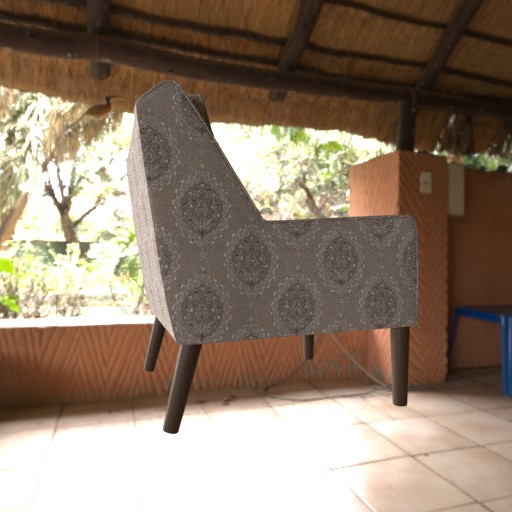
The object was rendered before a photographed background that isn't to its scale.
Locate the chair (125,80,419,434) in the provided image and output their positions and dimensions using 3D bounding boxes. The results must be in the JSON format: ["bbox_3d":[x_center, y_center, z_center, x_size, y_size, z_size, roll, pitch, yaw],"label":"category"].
[{"bbox_3d":[0.000,0.000,1.360,0.750,0.797,0.665,0,0,-18],"label":"chair"}]
